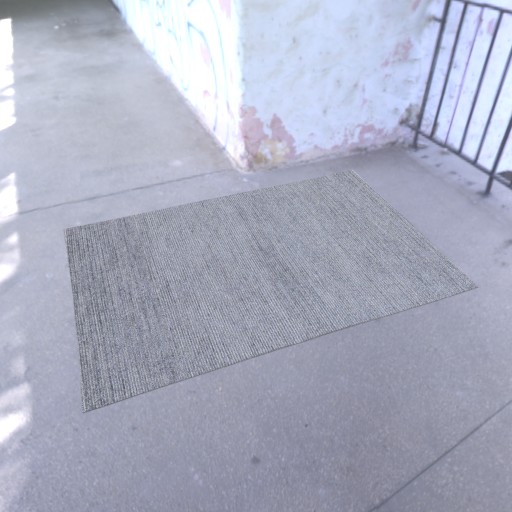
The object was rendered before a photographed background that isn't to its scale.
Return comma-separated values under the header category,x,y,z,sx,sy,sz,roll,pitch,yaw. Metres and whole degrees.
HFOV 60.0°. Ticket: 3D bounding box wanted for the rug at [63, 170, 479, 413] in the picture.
category,x,y,z,sx,sy,sz,roll,pitch,yaw
rug,0.000,0.000,2.227,1.789,0.021,1.159,-14,43,-16
